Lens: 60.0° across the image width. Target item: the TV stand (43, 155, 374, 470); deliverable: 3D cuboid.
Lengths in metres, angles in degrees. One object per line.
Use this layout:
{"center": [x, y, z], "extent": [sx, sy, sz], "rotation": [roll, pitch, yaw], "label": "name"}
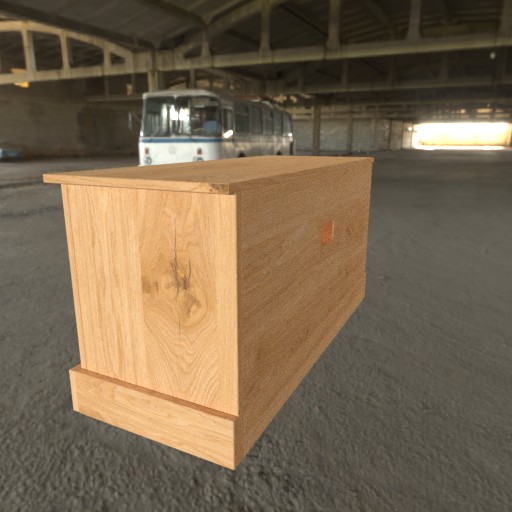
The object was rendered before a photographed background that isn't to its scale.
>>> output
{"center": [0.000, 0.000, 1.342], "extent": [0.440, 0.550, 1.080], "rotation": [7, 17, 26], "label": "TV stand"}
